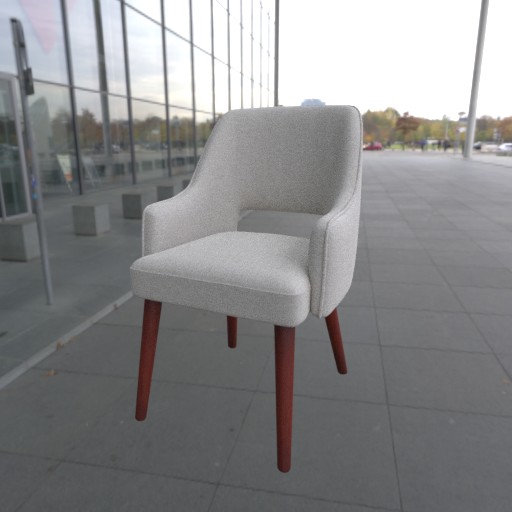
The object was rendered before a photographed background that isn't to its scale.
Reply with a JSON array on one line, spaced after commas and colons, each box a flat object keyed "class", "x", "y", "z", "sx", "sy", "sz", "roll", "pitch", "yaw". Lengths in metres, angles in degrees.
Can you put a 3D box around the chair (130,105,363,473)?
[{"class": "chair", "x": 0.000, "y": 0.000, "z": 1.251, "sx": 0.560, "sy": 0.840, "sz": 0.580, "roll": 7, "pitch": 16, "yaw": 26}]
